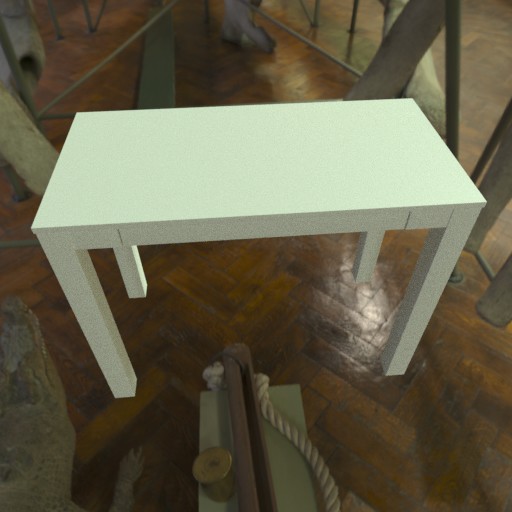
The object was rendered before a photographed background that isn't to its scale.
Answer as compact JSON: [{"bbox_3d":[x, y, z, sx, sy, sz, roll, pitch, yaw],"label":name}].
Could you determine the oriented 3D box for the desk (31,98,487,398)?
[{"bbox_3d":[0.000,0.000,1.403,0.990,0.762,0.497,-4,46,-4],"label":"desk"}]
